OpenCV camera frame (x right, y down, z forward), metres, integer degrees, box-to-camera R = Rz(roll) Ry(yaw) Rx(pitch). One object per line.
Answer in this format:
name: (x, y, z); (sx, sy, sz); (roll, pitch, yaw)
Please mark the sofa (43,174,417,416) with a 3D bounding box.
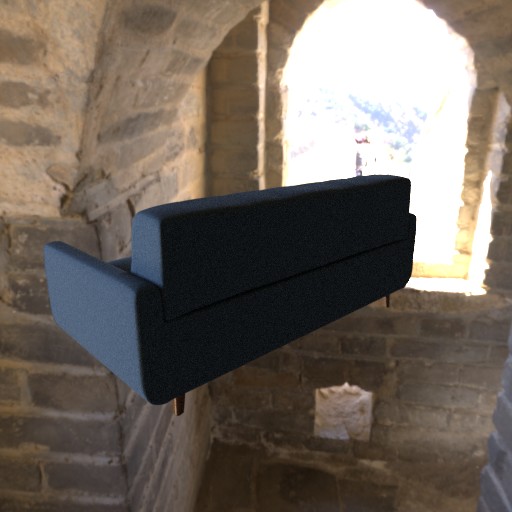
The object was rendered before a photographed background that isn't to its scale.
sofa: (0.000, 0.000, 2.593); (2.055, 0.884, 0.942); (-15, 23, -41)
